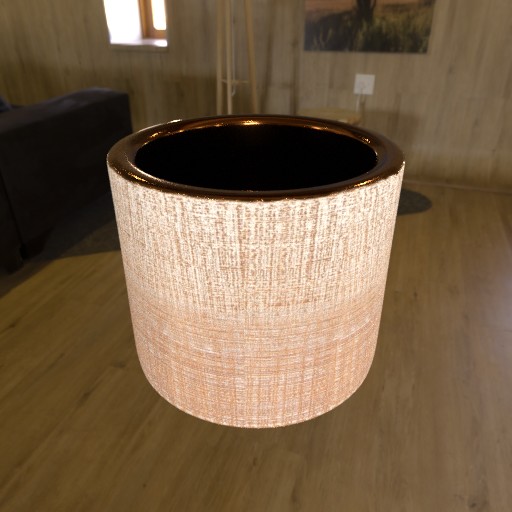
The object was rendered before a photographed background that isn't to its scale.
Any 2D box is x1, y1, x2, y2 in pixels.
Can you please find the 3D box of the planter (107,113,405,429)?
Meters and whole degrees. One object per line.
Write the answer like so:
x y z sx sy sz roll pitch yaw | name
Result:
0.000 0.000 0.307 0.177 0.157 0.177 0 30 0 | planter
